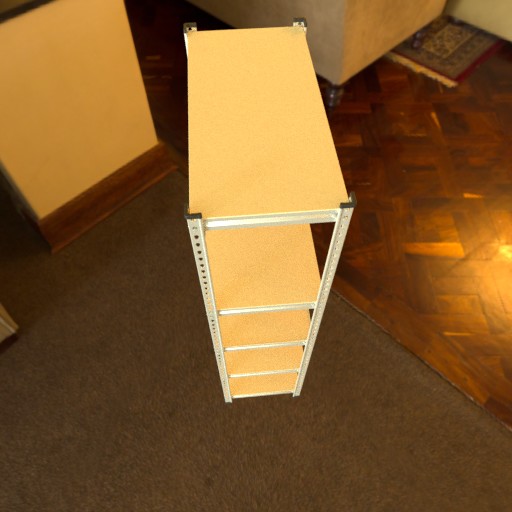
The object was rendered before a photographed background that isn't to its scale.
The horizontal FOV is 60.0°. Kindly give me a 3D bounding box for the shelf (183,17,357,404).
[{"bbox_3d":[0.000,0.000,2.171,0.457,1.829,0.914,-4,57,-3],"label":"shelf"}]
